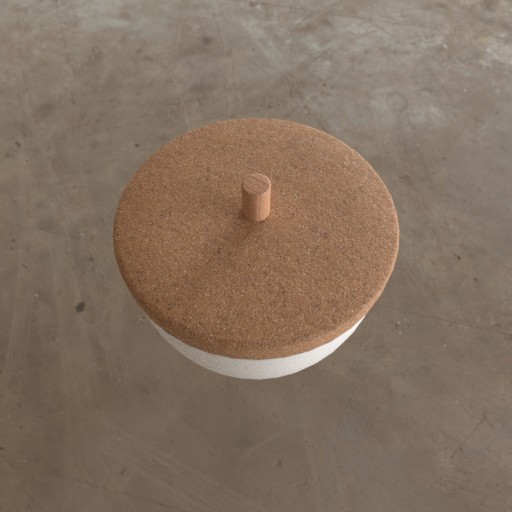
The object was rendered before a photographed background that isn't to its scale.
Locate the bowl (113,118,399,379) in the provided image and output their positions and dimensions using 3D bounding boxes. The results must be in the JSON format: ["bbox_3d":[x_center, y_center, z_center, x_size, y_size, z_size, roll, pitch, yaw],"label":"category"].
[{"bbox_3d":[0.000,0.000,0.226,0.126,0.110,0.126,0,58,0],"label":"bowl"}]
